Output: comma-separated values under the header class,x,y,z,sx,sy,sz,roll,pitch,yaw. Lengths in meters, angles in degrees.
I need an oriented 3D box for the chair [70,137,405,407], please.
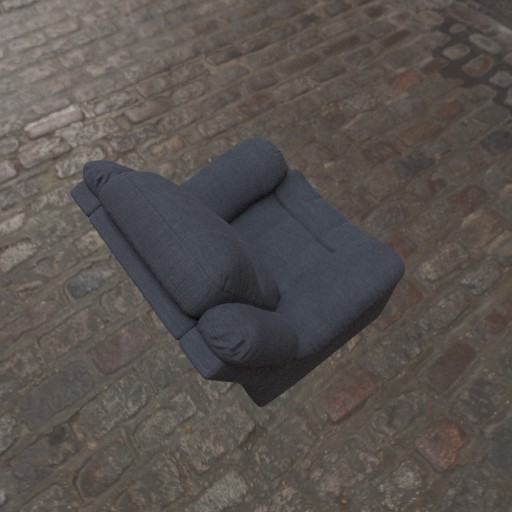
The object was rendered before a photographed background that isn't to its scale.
class,x,y,z,sx,sy,sz,roll,pitch,yaw
chair,0.000,0.000,1.742,0.944,1.008,0.899,-33,63,-19
